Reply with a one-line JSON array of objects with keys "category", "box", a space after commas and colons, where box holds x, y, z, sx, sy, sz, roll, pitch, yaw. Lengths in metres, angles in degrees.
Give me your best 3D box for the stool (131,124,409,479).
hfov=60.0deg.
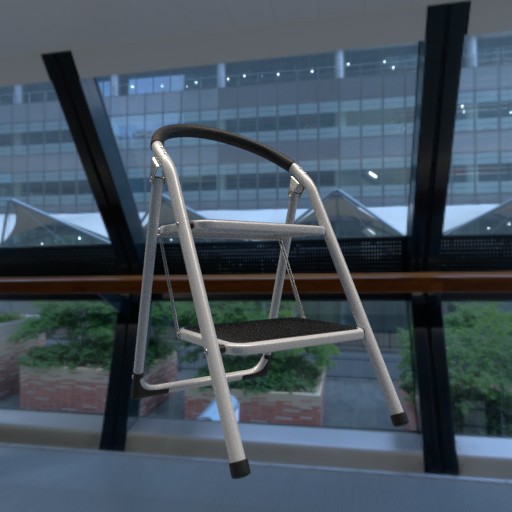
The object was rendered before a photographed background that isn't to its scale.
[{"category": "stool", "box": [0.000, 0.000, 1.083, 0.453, 0.760, 0.559, 0, -1, -34]}]
